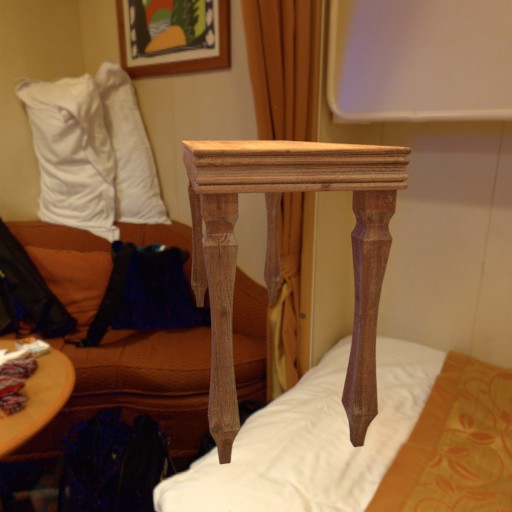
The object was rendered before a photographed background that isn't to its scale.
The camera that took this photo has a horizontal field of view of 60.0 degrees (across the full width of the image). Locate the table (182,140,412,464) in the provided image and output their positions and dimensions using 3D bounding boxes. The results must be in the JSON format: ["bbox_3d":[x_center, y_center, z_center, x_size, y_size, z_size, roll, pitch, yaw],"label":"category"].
[{"bbox_3d":[0.000,0.000,1.767,0.522,0.873,1.330,-3,16,-10],"label":"table"}]
